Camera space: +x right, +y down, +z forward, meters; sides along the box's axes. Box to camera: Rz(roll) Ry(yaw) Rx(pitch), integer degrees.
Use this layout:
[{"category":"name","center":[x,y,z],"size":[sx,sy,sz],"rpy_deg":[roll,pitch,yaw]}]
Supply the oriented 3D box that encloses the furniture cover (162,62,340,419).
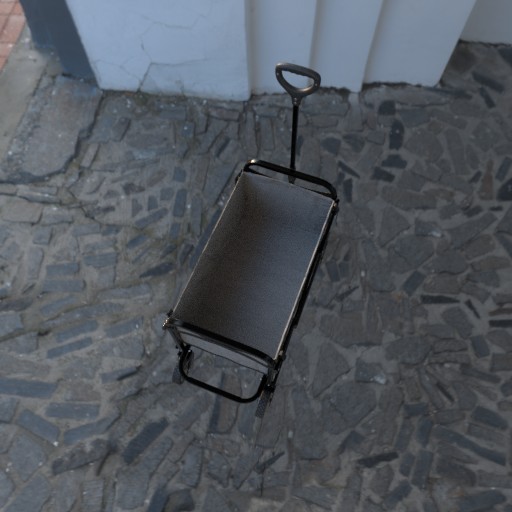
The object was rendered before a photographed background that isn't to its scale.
[{"category":"furniture cover","center":[0.000,0.000,1.824],"size":[0.532,1.295,1.038],"rpy_deg":[19,65,9]}]
